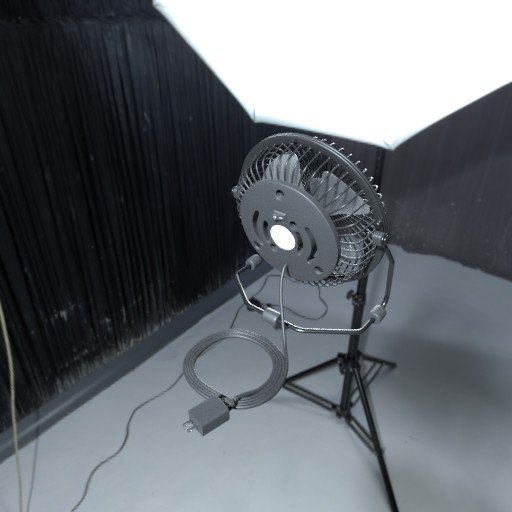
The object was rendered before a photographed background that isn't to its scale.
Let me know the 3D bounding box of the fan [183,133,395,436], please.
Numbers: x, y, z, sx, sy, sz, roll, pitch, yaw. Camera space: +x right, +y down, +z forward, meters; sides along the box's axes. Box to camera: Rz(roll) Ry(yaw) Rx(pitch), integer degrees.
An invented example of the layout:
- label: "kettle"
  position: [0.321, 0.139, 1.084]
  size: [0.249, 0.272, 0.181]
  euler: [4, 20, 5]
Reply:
- label: "fan"
  position: [0.000, 0.000, 0.320]
  size: [0.153, 0.152, 0.202]
  euler: [23, 38, 33]
